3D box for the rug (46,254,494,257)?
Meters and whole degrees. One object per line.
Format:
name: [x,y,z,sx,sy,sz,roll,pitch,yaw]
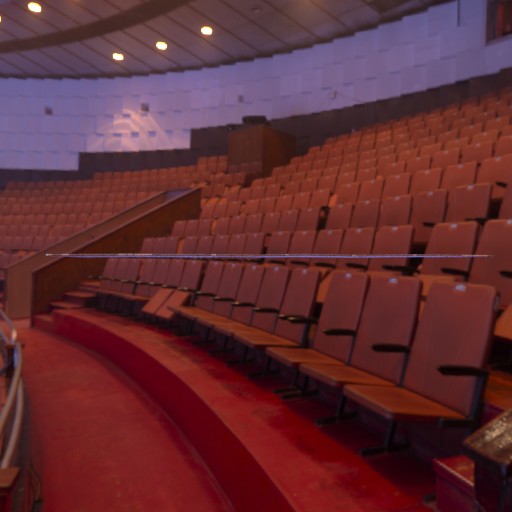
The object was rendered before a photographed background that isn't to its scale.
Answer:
rug: [0.000,0.000,4.343,3.419,0.020,2.441,0,0,-17]
